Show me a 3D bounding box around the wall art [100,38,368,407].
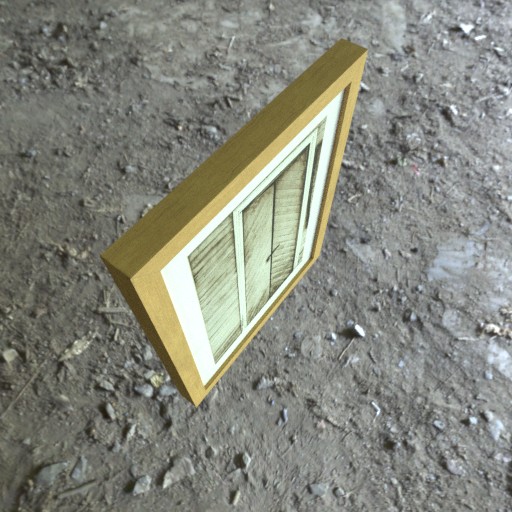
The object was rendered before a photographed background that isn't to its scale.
[{"bbox_3d":[0.000,0.000,0.524,0.030,0.380,0.312,33,64,18],"label":"wall art"}]
